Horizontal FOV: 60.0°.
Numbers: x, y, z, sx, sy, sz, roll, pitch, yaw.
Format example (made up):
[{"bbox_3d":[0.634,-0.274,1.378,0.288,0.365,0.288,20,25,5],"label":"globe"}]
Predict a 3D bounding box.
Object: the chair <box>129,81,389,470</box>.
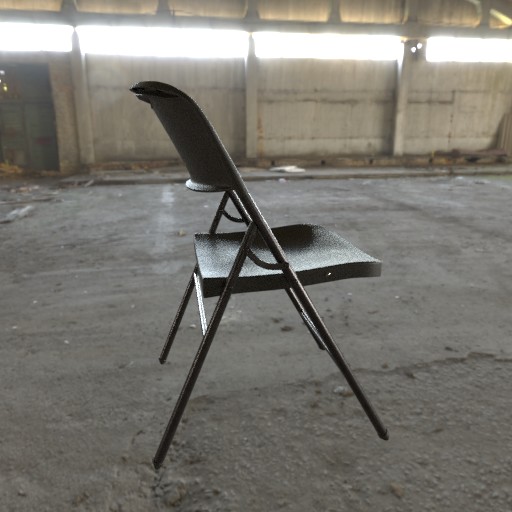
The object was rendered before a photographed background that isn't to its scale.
[{"bbox_3d":[0.000,0.000,1.135,0.567,0.810,0.494,-3,16,-10],"label":"chair"}]
